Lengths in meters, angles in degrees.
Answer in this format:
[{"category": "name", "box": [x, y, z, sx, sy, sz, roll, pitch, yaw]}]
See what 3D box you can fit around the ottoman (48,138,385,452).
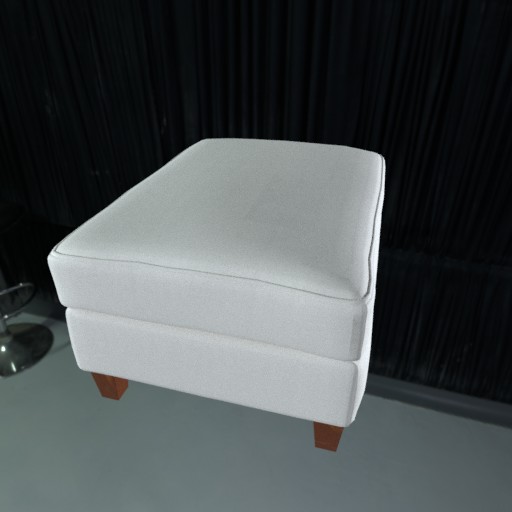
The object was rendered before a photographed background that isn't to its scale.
[{"category": "ottoman", "box": [0.000, 0.000, 1.191, 0.634, 0.479, 0.818, 8, 31, 13]}]
